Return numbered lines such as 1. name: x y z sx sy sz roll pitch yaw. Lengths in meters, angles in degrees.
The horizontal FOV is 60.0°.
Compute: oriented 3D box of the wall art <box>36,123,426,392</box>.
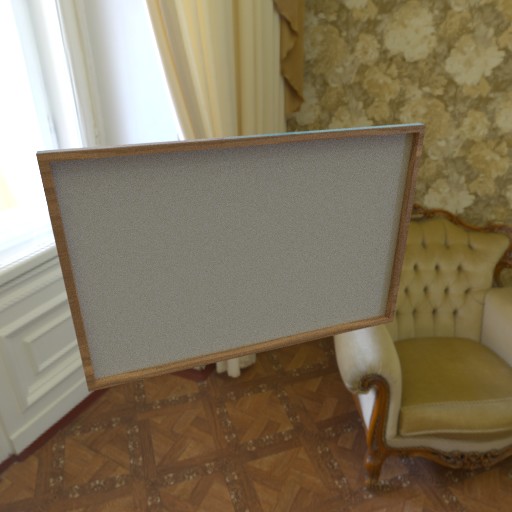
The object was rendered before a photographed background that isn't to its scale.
1. wall art: 0.000 0.000 1.419 1.137 0.756 0.034 -9 28 -18
